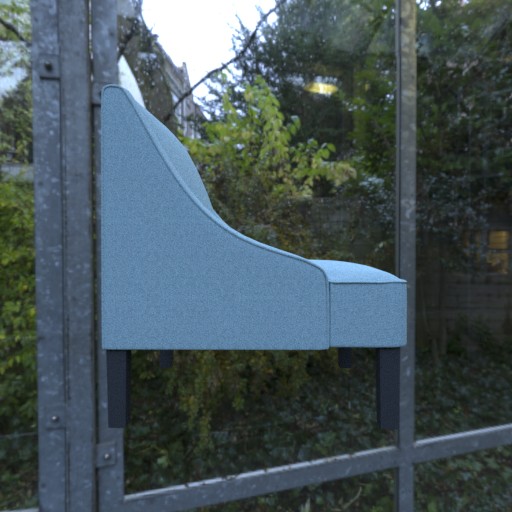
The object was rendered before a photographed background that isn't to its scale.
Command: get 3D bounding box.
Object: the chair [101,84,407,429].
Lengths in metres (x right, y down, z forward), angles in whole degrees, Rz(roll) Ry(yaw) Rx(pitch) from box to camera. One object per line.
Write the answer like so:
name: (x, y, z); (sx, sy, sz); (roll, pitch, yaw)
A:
chair: (0.000, 0.000, 1.865); (1.025, 1.133, 0.857); (0, 1, 1)
